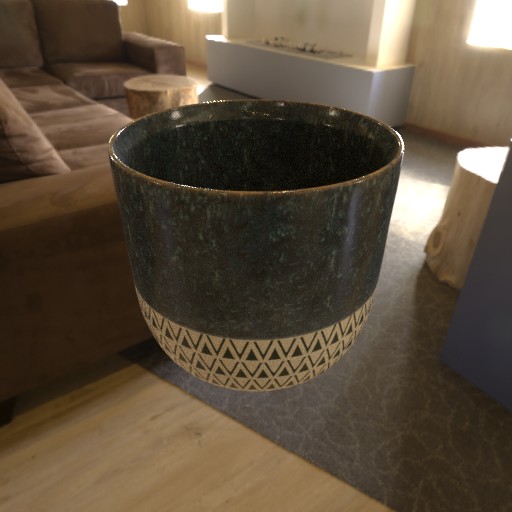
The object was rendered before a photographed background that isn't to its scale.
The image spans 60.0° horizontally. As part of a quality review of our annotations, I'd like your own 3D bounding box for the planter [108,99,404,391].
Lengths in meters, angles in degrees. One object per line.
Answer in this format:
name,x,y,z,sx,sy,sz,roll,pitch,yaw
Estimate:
planter,0.000,0.000,0.484,0.266,0.270,0.266,0,33,0
